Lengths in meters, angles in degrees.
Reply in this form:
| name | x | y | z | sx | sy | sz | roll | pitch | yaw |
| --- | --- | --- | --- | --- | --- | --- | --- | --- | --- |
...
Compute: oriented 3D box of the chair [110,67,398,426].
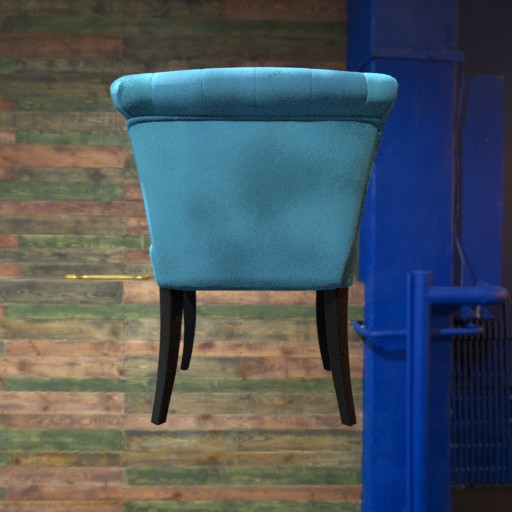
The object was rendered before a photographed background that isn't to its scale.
| name | x | y | z | sx | sy | sz | roll | pitch | yaw |
| --- | --- | --- | --- | --- | --- | --- | --- | --- | --- |
| chair | 0.000 | 0.000 | 1.140 | 0.582 | 0.750 | 0.605 | 0 | 1 | 0 |
